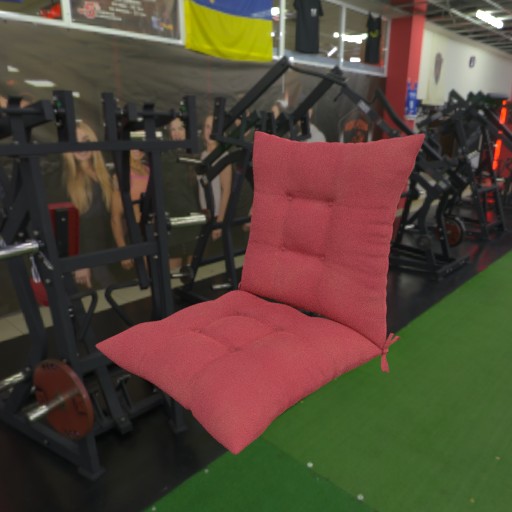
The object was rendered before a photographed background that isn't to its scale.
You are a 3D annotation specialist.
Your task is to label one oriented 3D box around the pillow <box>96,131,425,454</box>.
[{"bbox_3d":[0.000,0.000,1.008,0.585,0.536,0.541,-16,23,-42],"label":"pillow"}]
